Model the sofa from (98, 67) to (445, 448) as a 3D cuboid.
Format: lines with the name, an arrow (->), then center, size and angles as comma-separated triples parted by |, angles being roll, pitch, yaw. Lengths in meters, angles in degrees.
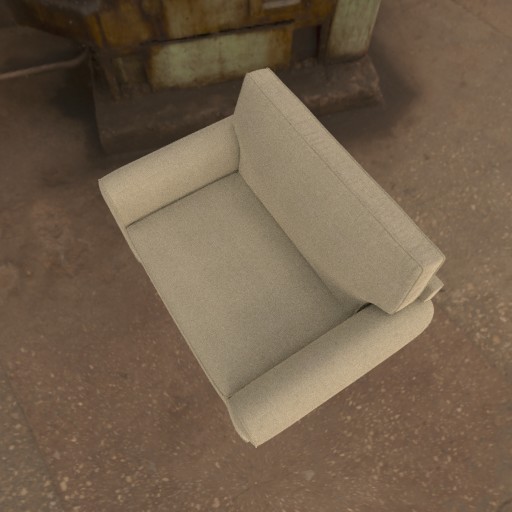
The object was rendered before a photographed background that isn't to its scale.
sofa -> 0.000, 0.000, 2.064 | 0.936, 0.991, 1.405 | -30, 67, -14
